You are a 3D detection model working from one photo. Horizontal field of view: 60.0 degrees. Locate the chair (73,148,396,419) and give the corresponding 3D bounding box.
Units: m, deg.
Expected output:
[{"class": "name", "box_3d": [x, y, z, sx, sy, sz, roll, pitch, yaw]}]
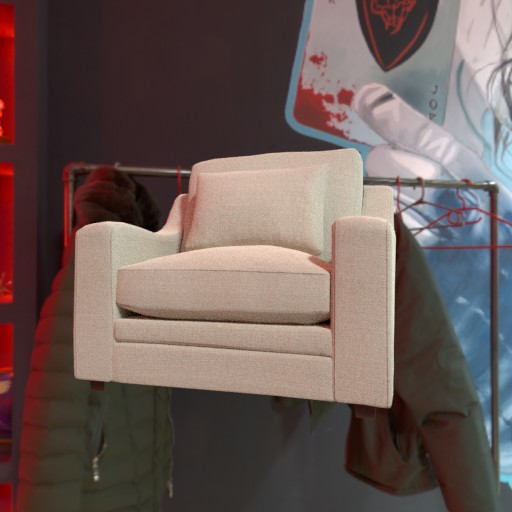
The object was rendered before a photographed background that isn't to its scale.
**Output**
[{"class": "chair", "box_3d": [0.000, 0.000, 1.969, 1.178, 1.016, 1.009, 0, 0, 16]}]
